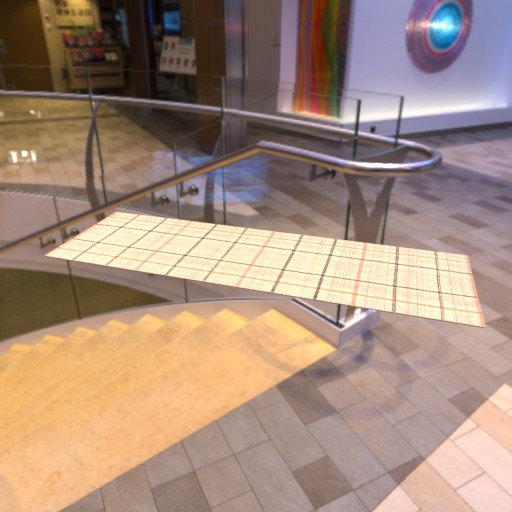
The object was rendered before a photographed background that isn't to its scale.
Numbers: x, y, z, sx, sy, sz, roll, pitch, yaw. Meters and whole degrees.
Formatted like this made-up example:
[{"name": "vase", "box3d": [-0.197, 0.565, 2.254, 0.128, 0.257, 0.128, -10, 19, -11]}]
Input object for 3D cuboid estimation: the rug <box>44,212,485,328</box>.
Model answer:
[{"name": "rug", "box3d": [0.000, 0.000, 2.677, 2.439, 0.008, 0.762, 8, 28, 15]}]
